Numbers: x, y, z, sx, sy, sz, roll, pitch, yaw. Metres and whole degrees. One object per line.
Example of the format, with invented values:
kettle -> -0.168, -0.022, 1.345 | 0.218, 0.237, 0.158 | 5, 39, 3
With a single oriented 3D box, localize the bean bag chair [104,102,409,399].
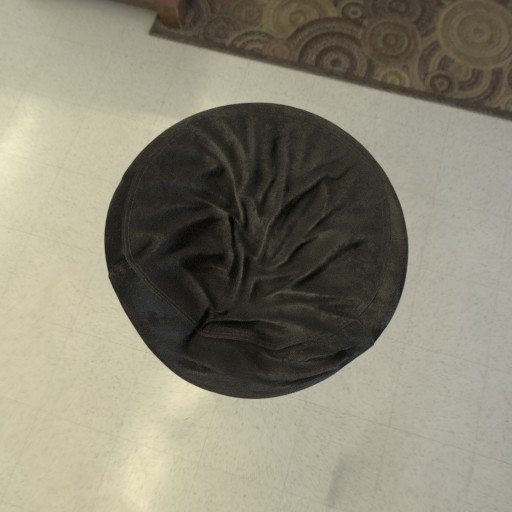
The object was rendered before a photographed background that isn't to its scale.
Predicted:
bean bag chair -> 0.000, 0.000, 1.484 | 0.918, 0.605, 0.918 | 0, 75, 0
